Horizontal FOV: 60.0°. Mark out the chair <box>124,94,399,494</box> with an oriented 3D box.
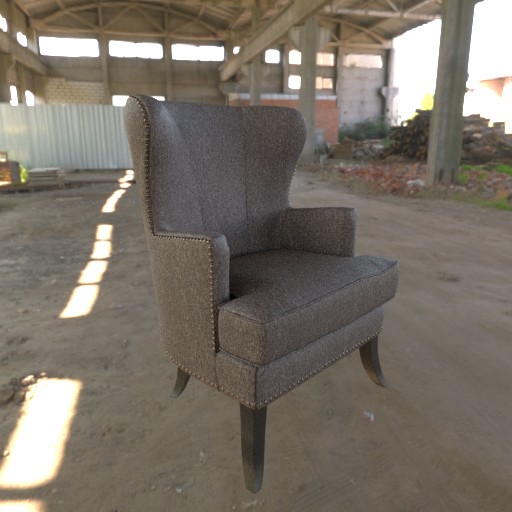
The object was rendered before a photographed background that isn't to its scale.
[{"bbox_3d":[0.000,0.000,1.560,0.758,1.060,0.759,13,20,42],"label":"chair"}]
